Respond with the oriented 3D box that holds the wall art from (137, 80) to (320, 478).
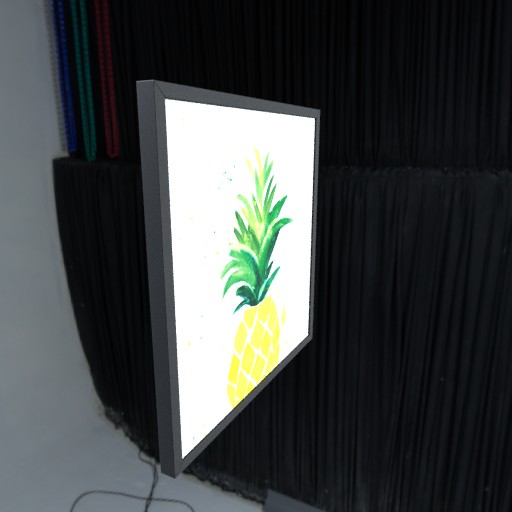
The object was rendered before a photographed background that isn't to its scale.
[{"bbox_3d":[0.000,0.000,1.140,0.037,0.760,0.762,8,16,27],"label":"wall art"}]
